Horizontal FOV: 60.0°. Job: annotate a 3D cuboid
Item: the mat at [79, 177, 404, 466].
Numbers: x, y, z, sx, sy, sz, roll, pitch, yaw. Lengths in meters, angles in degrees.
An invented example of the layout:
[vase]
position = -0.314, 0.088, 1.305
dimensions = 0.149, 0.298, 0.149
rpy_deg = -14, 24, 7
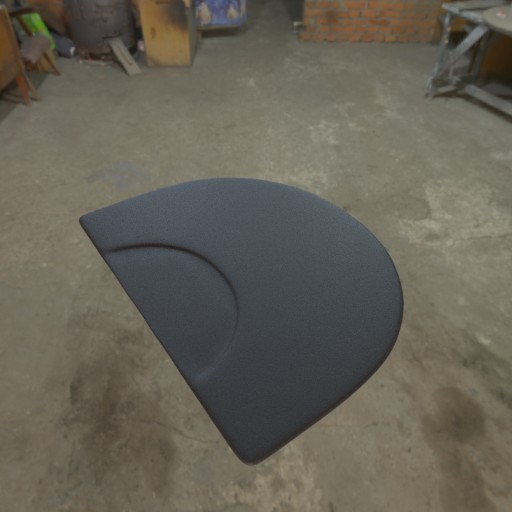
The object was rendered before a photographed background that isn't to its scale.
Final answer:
[mat]
position = 0.000, 0.000, 1.612
dimensions = 0.917, 0.016, 1.220
rpy_deg = -25, 48, -26
